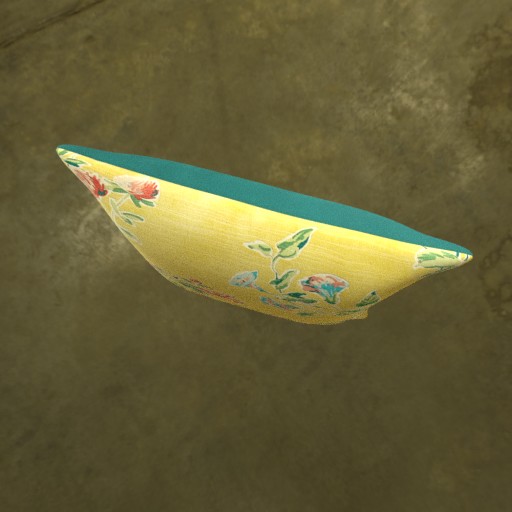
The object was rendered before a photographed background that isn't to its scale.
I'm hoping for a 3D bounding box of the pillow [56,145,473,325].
[{"bbox_3d":[0.000,0.000,0.777,0.525,0.508,0.166,15,76,4],"label":"pillow"}]
